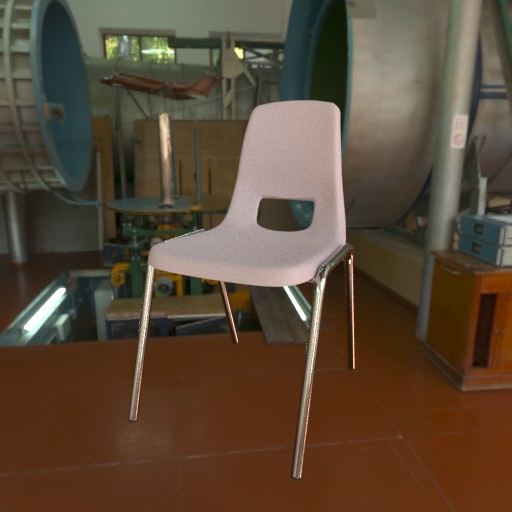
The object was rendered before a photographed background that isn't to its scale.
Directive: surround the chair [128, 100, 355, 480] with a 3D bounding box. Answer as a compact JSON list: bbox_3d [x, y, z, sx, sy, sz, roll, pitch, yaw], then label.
[{"bbox_3d":[0.000,0.000,0.938,0.381,0.653,0.436,7,16,25],"label":"chair"}]
